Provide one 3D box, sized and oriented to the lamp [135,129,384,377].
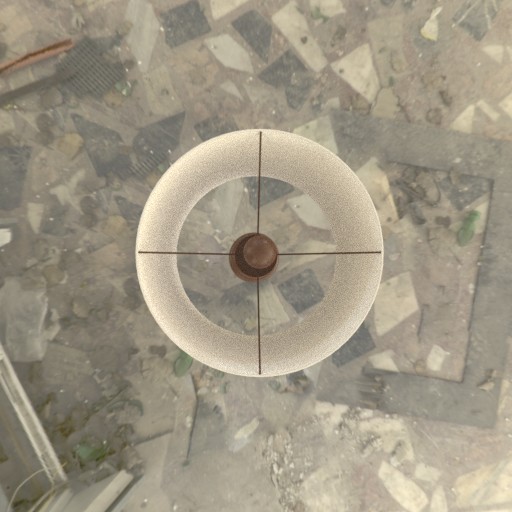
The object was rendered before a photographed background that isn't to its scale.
[{"bbox_3d":[0.000,0.000,0.723,0.250,0.597,0.250,0,89,-1],"label":"lamp"}]
